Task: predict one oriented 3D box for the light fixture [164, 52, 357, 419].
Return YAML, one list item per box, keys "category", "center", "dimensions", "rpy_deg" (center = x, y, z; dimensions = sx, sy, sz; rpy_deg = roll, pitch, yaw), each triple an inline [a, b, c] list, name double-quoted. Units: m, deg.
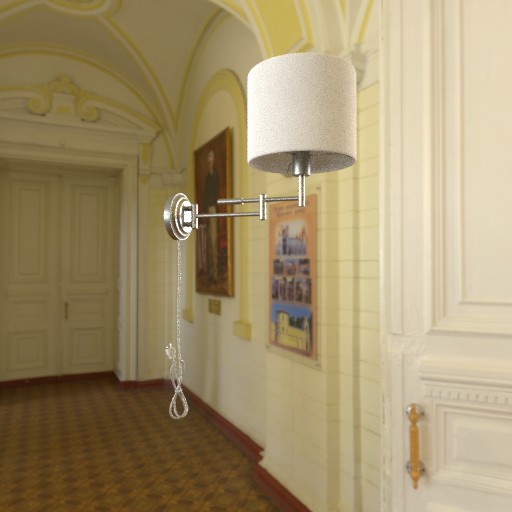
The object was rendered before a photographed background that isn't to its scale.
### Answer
- category: "light fixture"
  center: [0.000, 0.000, 1.077]
  dimensions: [0.479, 0.842, 0.253]
  rpy_deg: [0, -1, 19]
